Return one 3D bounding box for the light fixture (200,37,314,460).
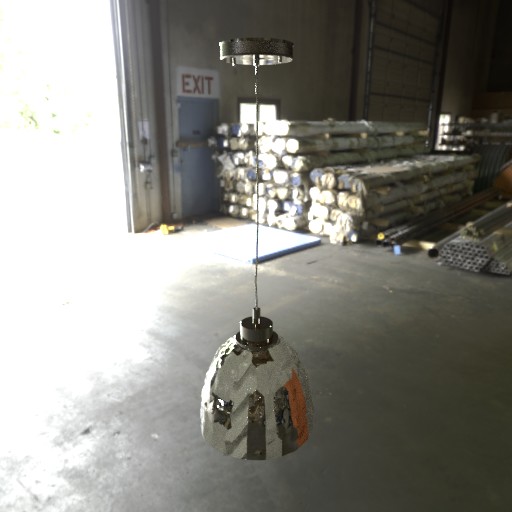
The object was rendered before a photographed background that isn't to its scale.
[{"bbox_3d":[0.000,0.000,1.732,0.496,1.511,0.500,8,18,26],"label":"light fixture"}]
